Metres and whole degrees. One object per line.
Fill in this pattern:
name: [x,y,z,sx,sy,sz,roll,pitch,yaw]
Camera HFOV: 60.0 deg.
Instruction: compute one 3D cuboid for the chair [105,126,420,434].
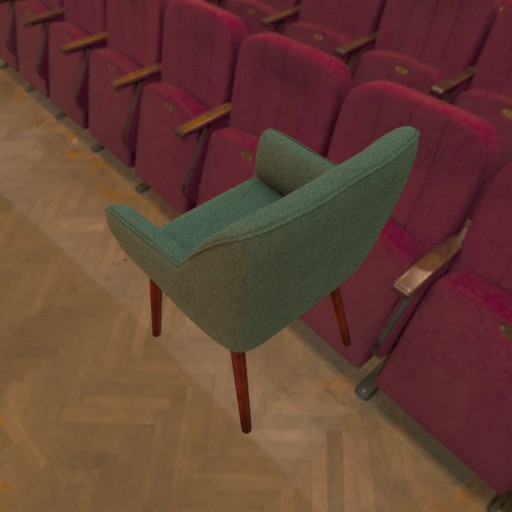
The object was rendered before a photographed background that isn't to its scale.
chair: [0.000,0.000,1.158,0.543,0.803,0.519,-33,55,-26]
